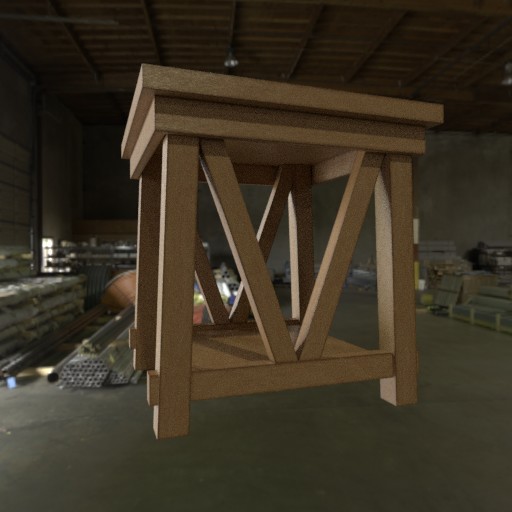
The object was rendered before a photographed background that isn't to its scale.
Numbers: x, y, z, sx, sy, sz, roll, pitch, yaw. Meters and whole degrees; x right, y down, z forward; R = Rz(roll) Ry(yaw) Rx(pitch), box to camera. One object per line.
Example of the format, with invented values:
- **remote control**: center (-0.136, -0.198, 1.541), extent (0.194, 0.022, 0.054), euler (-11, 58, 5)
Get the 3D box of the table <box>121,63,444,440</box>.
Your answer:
- **table**: center (0.000, 0.000, 1.113), extent (0.612, 0.638, 0.610), euler (0, 1, -20)
